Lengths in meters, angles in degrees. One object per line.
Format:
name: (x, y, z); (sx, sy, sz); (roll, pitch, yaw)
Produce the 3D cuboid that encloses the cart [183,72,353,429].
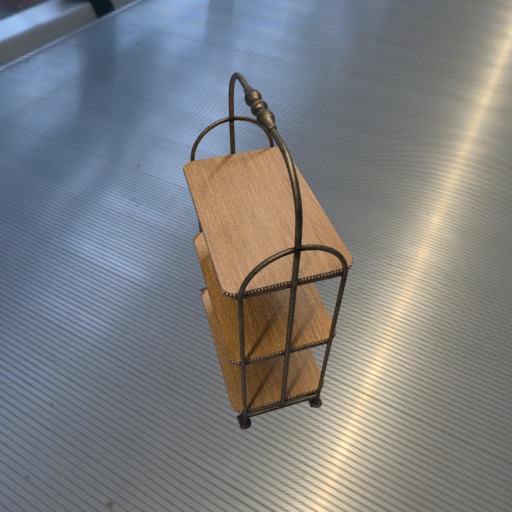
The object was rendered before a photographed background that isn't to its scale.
cart: (0.000, 0.000, 1.372); (0.330, 1.052, 0.650); (-12, 48, -11)
